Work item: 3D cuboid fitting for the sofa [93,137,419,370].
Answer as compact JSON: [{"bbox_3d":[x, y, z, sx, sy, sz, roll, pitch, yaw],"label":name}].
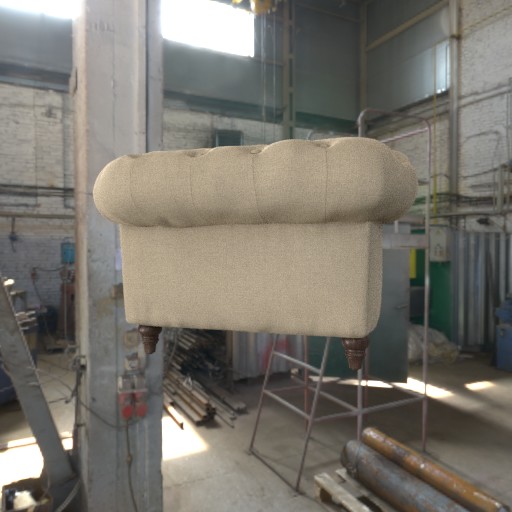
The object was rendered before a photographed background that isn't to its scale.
[{"bbox_3d":[0.000,0.000,2.026,1.405,0.878,1.034,0,1,17],"label":"sofa"}]
